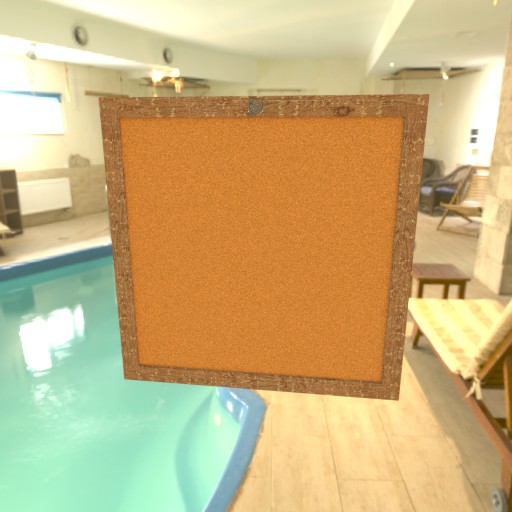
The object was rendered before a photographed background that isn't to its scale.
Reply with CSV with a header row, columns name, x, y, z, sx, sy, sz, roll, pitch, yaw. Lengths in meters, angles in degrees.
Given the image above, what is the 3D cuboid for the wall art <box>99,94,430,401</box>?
name,x,y,z,sx,sy,sz,roll,pitch,yaw
wall art,0.000,0.000,0.559,0.380,0.380,0.022,2,16,8
